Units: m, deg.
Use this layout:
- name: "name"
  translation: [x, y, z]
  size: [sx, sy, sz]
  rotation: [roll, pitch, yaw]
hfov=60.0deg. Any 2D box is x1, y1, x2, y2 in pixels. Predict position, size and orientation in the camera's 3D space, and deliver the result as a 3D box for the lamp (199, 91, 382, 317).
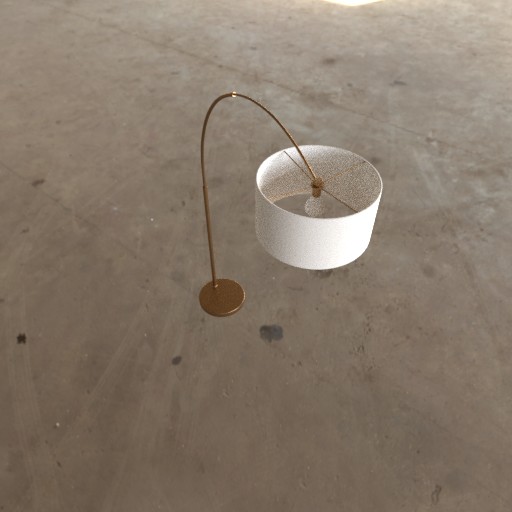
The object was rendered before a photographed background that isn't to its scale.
- name: "lamp"
  translation: [0.000, 0.000, 2.619]
  size: [0.493, 1.927, 1.434]
  rotation: [-23, 50, -21]
